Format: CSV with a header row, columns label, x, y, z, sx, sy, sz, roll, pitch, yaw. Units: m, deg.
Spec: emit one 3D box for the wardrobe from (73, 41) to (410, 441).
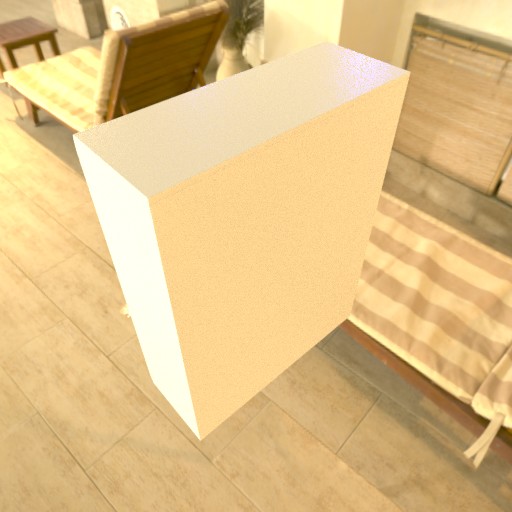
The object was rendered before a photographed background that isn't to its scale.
label,x,y,z,sx,sy,sz,roll,pitch,yaw
wardrobe,0.000,0.000,1.611,0.900,1.200,0.360,-33,54,-28
